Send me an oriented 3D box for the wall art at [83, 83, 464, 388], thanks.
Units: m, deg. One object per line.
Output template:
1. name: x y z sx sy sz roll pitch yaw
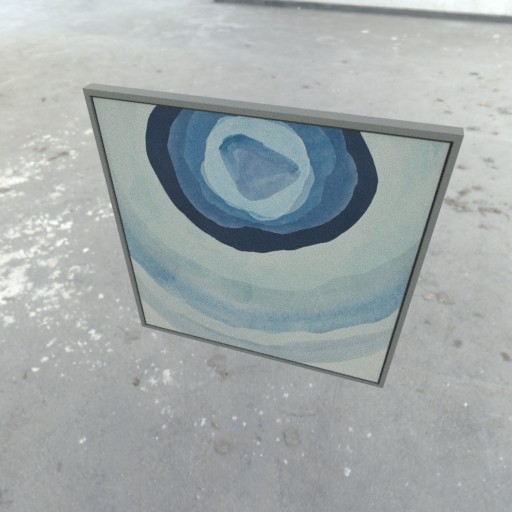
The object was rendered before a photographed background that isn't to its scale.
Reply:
1. wall art: 0.000 0.000 1.175 0.809 0.807 0.038 12 41 13
